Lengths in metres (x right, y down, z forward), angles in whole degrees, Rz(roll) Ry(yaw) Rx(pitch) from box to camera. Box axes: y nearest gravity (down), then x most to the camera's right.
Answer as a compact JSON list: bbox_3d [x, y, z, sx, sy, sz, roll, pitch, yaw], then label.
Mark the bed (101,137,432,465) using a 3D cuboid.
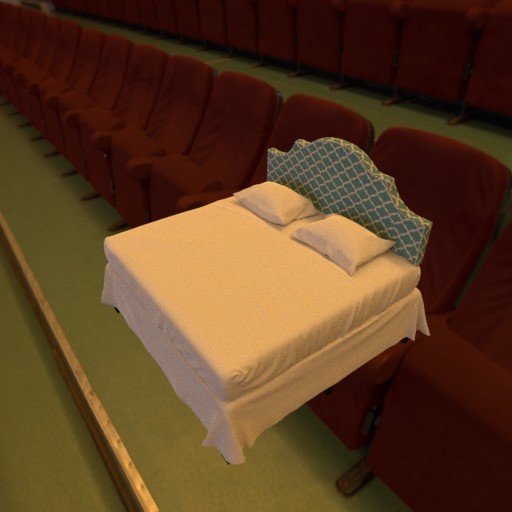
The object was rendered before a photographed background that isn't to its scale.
[{"bbox_3d":[0.000,0.000,3.787,2.222,1.601,2.314,-23,41,-30],"label":"bed"}]
